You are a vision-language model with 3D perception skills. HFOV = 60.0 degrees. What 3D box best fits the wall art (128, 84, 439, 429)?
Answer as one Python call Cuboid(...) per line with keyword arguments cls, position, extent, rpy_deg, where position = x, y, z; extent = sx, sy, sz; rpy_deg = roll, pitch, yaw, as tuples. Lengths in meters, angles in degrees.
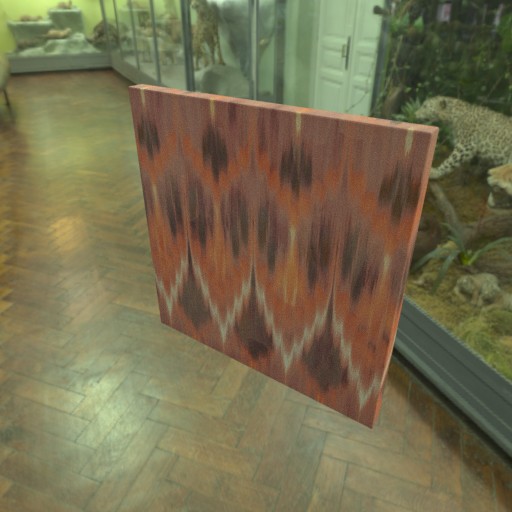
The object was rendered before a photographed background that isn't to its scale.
Cuboid(cls="wall art", position=(0.000, 0.000, 0.915), extent=(0.603, 0.609, 0.037), rpy_deg=(19, 36, 29))
